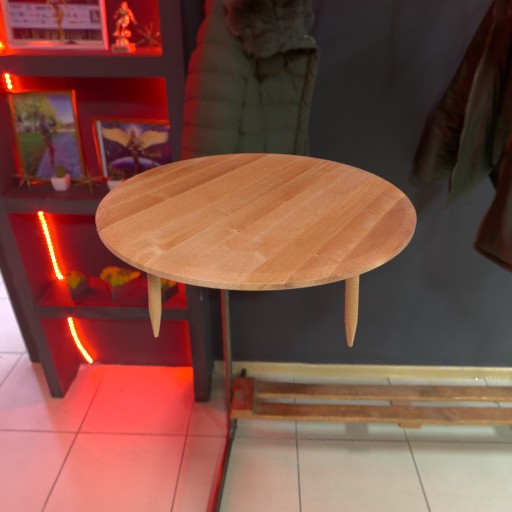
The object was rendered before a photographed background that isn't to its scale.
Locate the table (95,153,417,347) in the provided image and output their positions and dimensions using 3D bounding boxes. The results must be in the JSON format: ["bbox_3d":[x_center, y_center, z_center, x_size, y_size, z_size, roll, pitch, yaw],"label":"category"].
[{"bbox_3d":[0.000,0.000,1.399,0.900,0.400,0.900,0,30,0],"label":"table"}]
